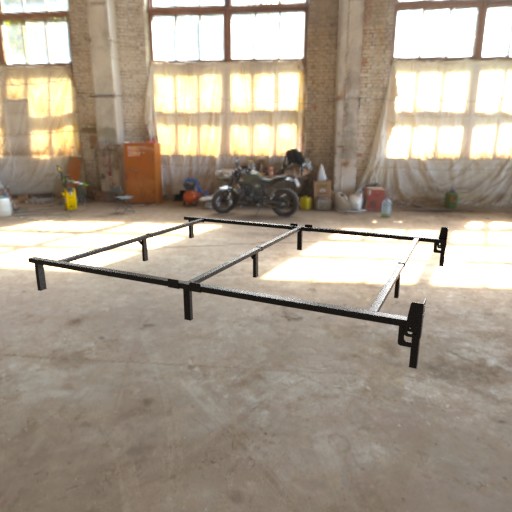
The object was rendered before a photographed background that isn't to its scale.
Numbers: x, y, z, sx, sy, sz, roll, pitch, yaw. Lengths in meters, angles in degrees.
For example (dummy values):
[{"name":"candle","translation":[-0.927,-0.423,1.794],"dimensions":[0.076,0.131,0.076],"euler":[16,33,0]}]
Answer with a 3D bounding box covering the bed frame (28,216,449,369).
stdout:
[{"name":"bed frame","translation":[0.000,0.000,2.609],"dimensions":[1.990,0.248,1.498],"euler":[7,16,25]}]
